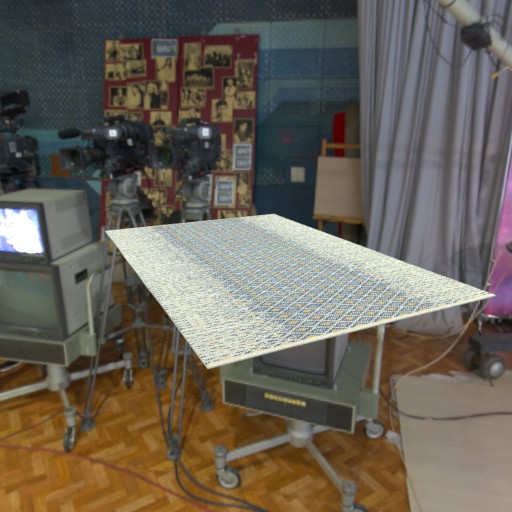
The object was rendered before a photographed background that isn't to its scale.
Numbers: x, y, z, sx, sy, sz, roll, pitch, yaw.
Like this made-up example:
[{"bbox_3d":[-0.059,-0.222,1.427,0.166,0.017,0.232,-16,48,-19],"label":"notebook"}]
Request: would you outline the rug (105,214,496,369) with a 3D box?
[{"bbox_3d":[0.000,0.000,2.282,1.219,0.005,1.828,-8,19,-25],"label":"rug"}]
